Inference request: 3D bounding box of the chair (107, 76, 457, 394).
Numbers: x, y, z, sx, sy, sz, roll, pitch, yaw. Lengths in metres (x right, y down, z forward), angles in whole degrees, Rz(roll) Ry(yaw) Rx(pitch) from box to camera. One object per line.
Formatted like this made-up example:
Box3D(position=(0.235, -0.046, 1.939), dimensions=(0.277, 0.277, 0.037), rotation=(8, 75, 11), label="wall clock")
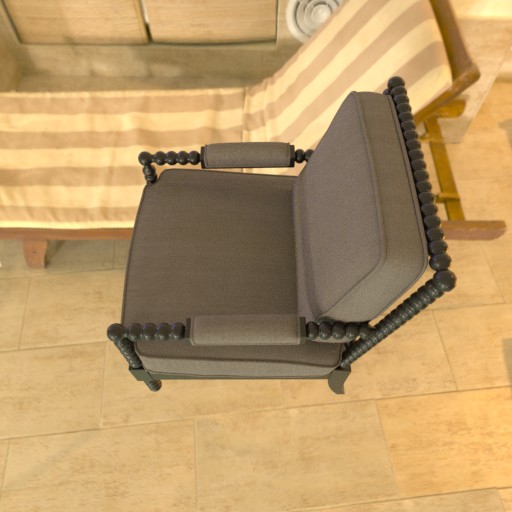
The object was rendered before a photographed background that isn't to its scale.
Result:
Box3D(position=(0.000, 0.000, 1.072), dimensions=(0.622, 0.661, 0.540), rotation=(0, 59, 0), label="chair")
